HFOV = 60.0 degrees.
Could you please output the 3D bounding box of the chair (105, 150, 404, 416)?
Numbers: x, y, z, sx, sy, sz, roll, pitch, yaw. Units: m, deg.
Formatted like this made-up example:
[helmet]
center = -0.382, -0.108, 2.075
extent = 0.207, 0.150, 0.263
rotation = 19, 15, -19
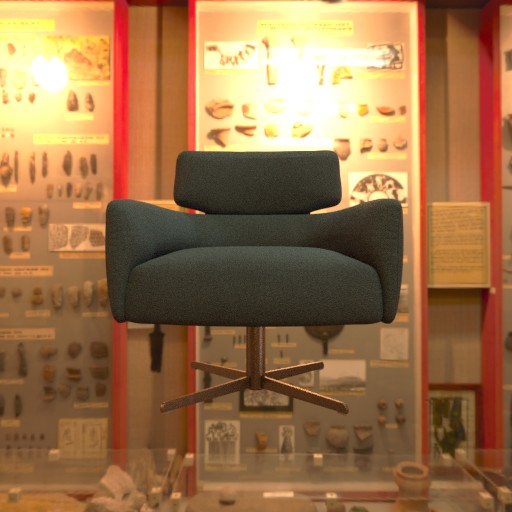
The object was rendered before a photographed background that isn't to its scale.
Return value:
[chair]
center = 0.000, 0.000, 1.393
extent = 0.738, 0.813, 0.761
rotation = 0, 0, 1
